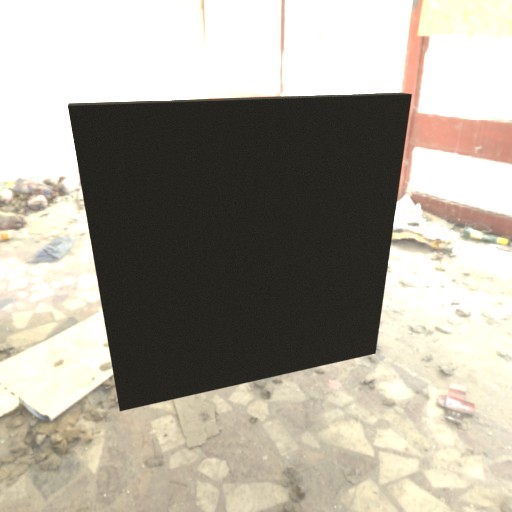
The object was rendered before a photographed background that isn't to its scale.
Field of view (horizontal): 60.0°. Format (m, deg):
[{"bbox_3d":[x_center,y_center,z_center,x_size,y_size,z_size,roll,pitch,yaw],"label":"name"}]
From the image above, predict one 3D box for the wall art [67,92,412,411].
[{"bbox_3d":[0.000,0.000,0.680,0.462,0.458,0.030,-8,26,-17],"label":"wall art"}]
